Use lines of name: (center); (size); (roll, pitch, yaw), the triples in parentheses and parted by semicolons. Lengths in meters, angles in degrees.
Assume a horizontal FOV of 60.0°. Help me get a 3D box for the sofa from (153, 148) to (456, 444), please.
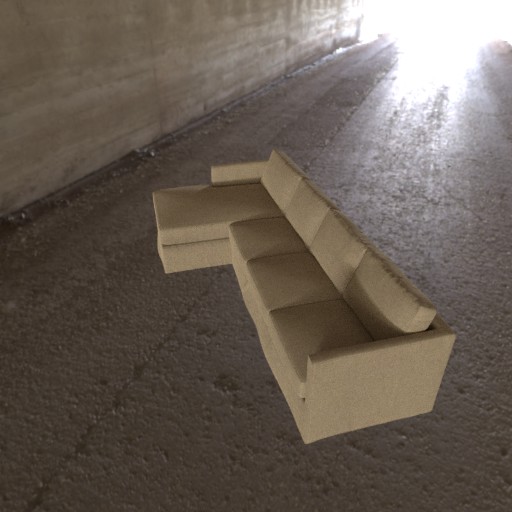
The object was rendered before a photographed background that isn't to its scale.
sofa: (0.000, 0.000, 3.902); (1.638, 0.920, 3.198); (-8, 33, -13)
